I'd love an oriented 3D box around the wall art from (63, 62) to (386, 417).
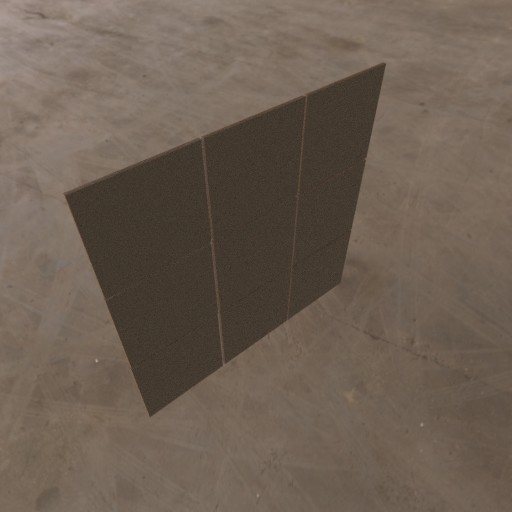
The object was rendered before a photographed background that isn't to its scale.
[{"bbox_3d":[0.000,0.000,1.777,1.216,1.216,0.013,-31,53,-26],"label":"wall art"}]
